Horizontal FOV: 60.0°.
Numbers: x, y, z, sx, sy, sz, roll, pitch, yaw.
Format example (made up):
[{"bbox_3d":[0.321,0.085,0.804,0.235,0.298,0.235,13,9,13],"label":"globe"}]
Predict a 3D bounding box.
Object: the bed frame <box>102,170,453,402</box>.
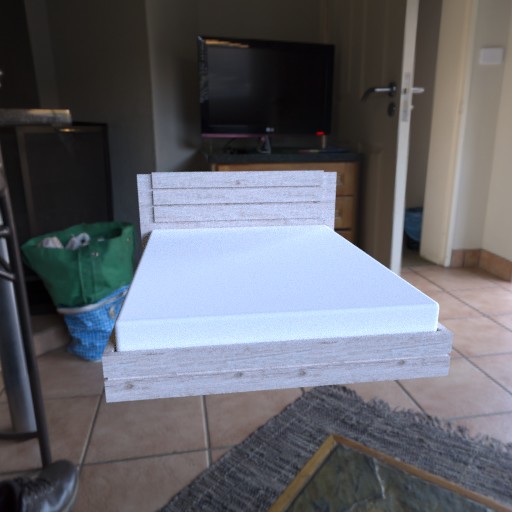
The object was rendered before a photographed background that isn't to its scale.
[{"bbox_3d":[0.000,0.000,3.023,1.750,0.970,2.080,-2,16,-8],"label":"bed frame"}]
